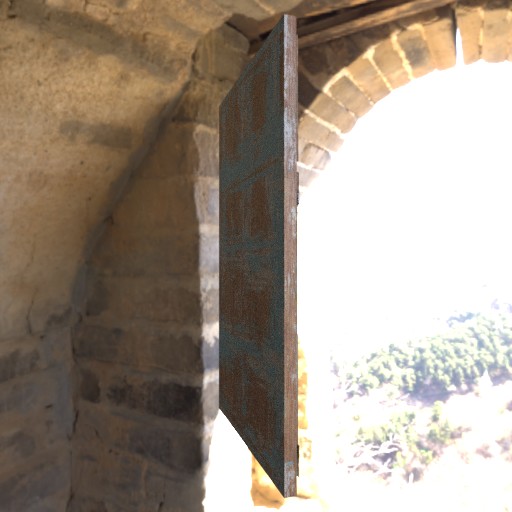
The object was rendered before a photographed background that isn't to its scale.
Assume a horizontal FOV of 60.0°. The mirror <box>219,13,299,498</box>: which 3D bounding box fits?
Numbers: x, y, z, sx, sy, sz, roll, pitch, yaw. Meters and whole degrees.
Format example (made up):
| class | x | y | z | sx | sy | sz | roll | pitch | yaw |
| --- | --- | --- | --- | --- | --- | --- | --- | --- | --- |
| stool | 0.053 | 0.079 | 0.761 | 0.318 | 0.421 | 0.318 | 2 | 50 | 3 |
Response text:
| class | x | y | z | sx | sy | sz | roll | pitch | yaw |
| --- | --- | --- | --- | --- | --- | --- | --- | --- | --- |
| mirror | 0.000 | 0.000 | 1.459 | 0.083 | 1.213 | 0.707 | 0 | -1 | -18 |
